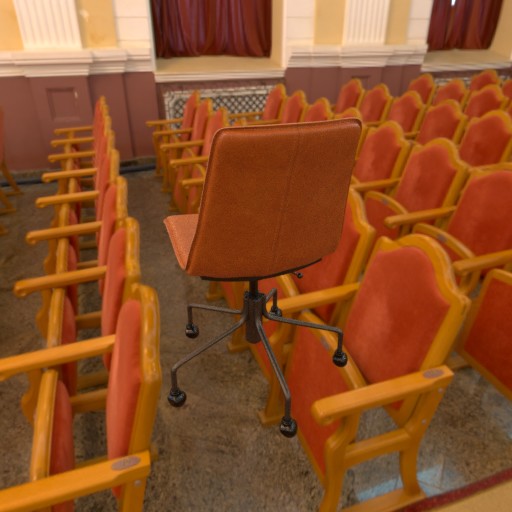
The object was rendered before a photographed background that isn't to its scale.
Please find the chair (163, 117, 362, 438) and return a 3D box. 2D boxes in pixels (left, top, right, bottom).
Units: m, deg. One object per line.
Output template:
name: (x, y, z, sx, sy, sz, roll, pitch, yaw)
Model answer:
chair: (0.000, 0.000, 1.381, 0.651, 0.920, 0.660, -9, 29, -16)
